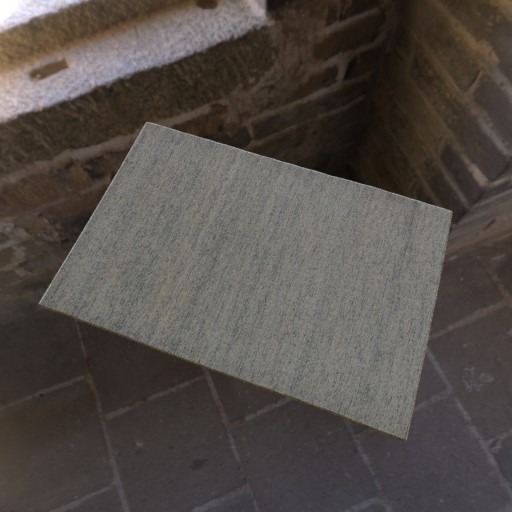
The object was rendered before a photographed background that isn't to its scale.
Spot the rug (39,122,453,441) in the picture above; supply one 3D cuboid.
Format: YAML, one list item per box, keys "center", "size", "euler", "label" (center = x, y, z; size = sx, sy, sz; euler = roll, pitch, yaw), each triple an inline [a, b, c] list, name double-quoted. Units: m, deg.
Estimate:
- center: [0.000, 0.000, 2.826]
  size: [2.263, 0.017, 1.523]
  euler: [18, 67, 8]
  label: "rug"
